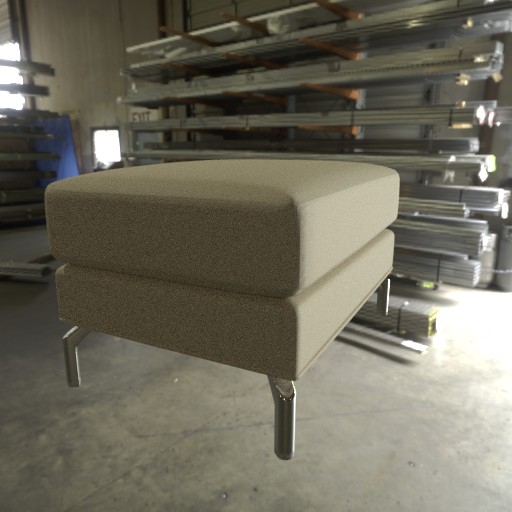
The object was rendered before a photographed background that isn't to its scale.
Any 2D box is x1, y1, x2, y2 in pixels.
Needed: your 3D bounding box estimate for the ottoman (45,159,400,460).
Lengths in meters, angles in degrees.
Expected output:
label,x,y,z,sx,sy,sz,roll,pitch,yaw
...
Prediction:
label,x,y,z,sx,sy,sz,roll,pitch,yaw
ottoman,0.000,0.000,1.177,0.581,0.497,0.835,7,15,27
